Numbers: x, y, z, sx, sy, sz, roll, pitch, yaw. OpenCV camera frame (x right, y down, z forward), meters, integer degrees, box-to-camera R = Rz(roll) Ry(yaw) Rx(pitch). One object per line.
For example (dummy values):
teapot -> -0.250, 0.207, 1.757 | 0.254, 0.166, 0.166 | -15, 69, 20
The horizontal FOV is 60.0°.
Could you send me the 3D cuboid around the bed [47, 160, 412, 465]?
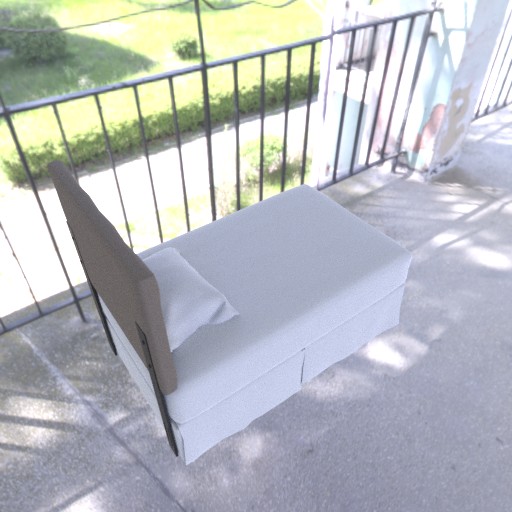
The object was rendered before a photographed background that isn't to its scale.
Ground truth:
bed -> 0.000, 0.000, 2.986 | 1.997, 1.571, 1.261 | -26, 48, -26
